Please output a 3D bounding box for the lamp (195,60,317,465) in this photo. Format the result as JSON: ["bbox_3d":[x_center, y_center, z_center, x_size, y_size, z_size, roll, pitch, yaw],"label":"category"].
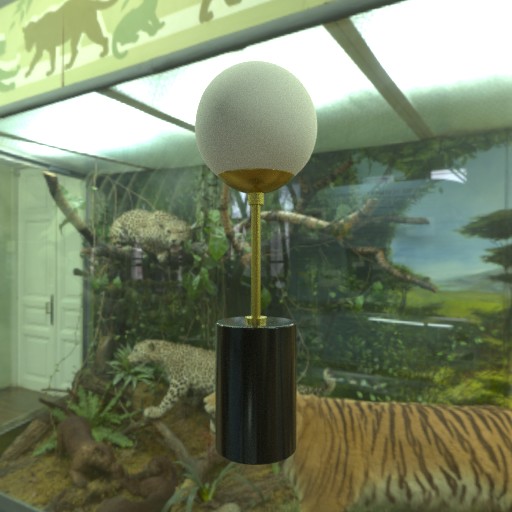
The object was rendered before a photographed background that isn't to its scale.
[{"bbox_3d":[0.000,0.000,0.560,0.153,0.480,0.153,0,0,0],"label":"lamp"}]
